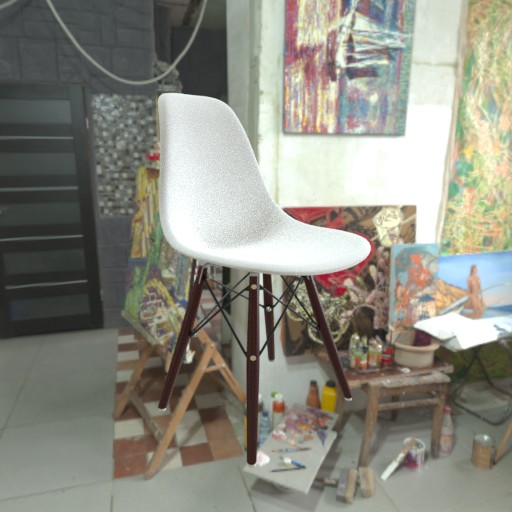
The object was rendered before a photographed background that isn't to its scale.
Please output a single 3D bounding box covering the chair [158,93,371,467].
[{"bbox_3d":[0.000,0.000,1.135,0.533,0.826,0.470,12,18,43],"label":"chair"}]
